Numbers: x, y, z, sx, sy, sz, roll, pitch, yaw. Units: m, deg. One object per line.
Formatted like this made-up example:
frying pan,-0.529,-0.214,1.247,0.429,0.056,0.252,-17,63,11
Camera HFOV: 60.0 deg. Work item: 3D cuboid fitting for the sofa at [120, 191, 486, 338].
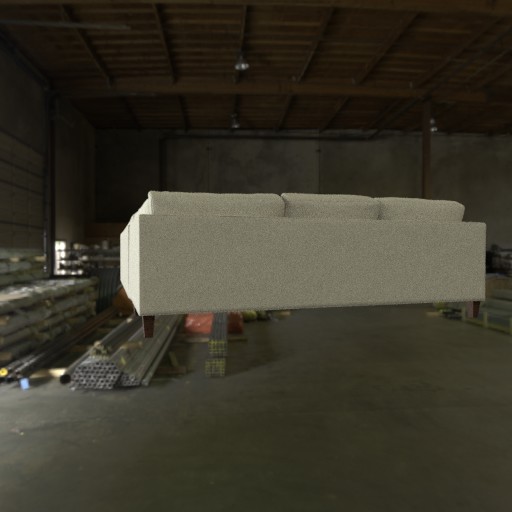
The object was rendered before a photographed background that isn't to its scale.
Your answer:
sofa,0.000,0.000,4.286,2.432,0.863,3.182,0,1,-19
